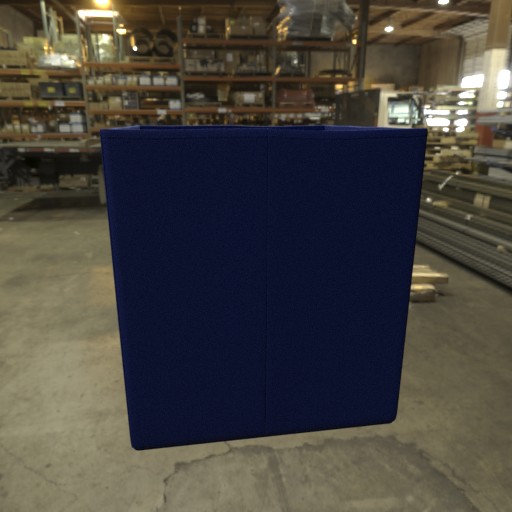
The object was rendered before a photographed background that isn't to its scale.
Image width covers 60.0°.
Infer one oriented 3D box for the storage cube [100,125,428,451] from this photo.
[{"bbox_3d":[0.000,0.000,0.499,0.270,0.280,0.270,-3,17,-9],"label":"storage cube"}]
